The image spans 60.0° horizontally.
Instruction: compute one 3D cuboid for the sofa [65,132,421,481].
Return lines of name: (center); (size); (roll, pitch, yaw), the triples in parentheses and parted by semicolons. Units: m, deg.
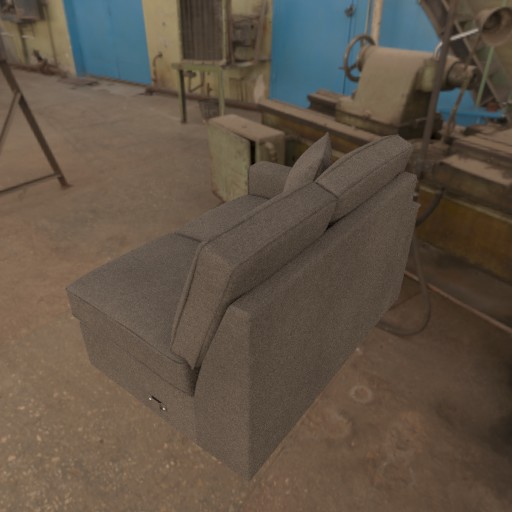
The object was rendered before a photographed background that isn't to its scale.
sofa: (0.000, 0.000, 2.030); (0.991, 0.989, 1.388); (22, 39, 31)
